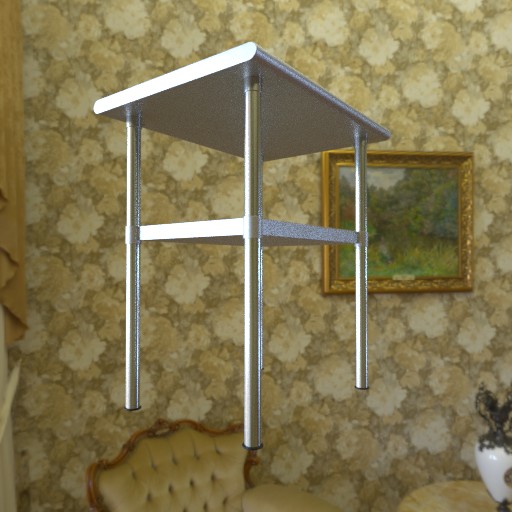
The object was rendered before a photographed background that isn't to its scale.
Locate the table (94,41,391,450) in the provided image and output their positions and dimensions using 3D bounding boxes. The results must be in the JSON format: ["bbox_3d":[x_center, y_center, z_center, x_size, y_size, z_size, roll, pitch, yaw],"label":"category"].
[{"bbox_3d":[0.000,0.000,1.383,0.584,0.876,0.762,-1,-1,37],"label":"table"}]
